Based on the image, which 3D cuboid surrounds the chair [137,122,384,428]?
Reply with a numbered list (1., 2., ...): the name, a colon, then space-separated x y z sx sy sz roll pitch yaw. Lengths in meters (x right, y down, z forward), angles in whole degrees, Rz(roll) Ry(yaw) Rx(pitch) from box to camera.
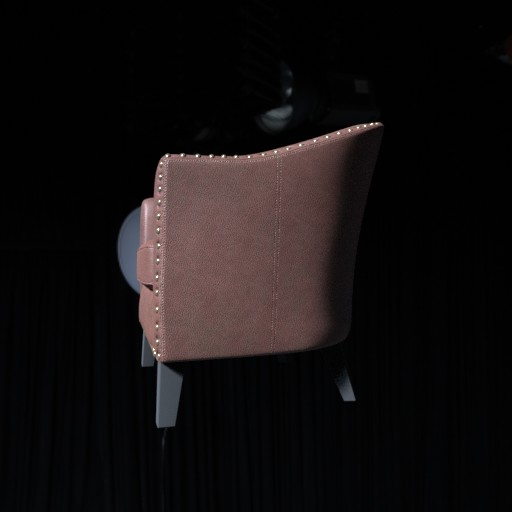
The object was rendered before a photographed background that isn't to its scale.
1. chair: 0.000 0.000 1.452 0.748 0.823 0.794 0 -1 -17
